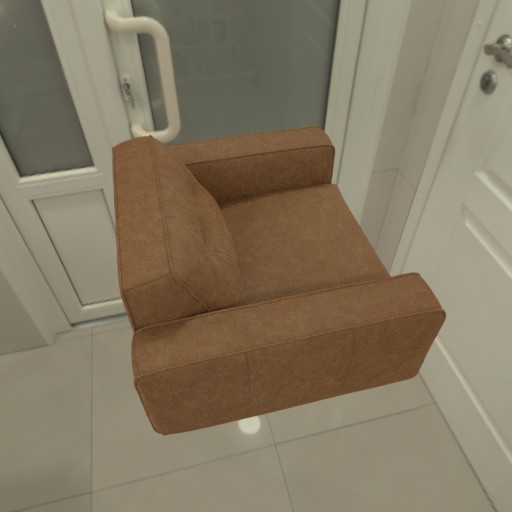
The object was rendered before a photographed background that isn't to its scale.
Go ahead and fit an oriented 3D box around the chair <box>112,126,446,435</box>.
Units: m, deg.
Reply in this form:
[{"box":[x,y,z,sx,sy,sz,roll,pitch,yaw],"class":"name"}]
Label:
[{"box":[0.000,0.000,1.731,0.952,0.782,1.118,-10,48,-10],"class":"chair"}]
